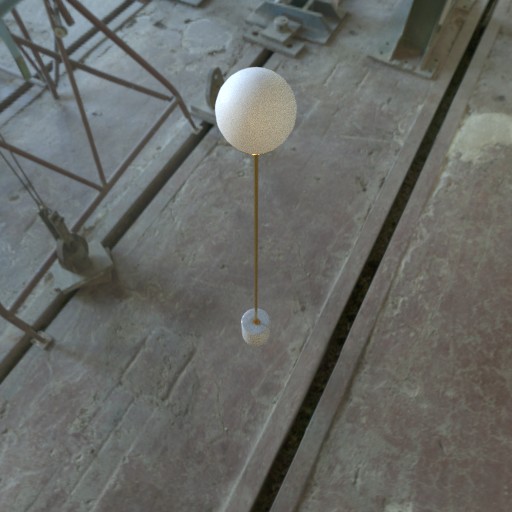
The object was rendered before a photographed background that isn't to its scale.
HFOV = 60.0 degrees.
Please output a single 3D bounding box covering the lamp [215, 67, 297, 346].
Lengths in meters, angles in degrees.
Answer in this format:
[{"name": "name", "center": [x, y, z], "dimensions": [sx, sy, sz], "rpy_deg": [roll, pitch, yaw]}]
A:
[{"name": "lamp", "center": [0.000, 0.000, 1.870], "dimensions": [0.224, 1.753, 0.224], "rpy_deg": [-15, 60, -9]}]
